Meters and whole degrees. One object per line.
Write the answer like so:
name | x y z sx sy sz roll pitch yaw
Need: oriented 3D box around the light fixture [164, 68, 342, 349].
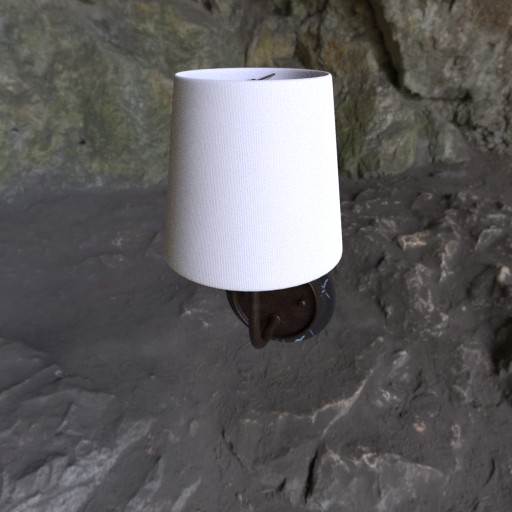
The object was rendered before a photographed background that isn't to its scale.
light fixture | 0.000 0.000 0.440 0.168 0.337 0.188 8 28 16
